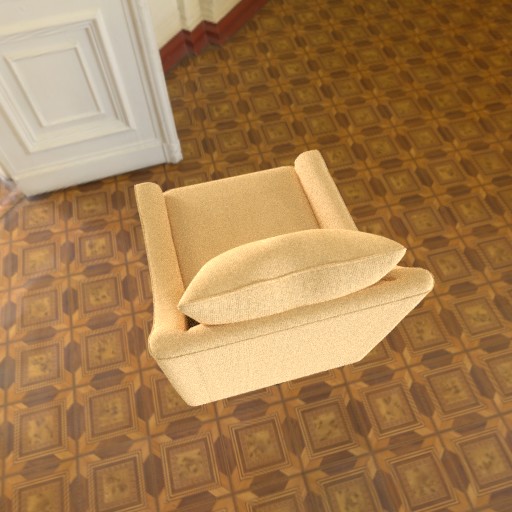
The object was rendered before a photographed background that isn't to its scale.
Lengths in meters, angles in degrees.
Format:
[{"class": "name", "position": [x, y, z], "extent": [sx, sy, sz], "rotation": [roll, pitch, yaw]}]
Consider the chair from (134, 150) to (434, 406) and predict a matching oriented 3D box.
[{"class": "chair", "position": [0.000, 0.000, 1.608], "extent": [0.760, 0.927, 0.876], "rotation": [-13, 59, -8]}]
